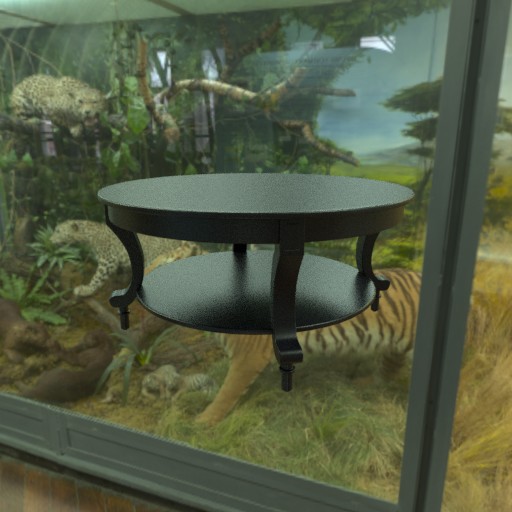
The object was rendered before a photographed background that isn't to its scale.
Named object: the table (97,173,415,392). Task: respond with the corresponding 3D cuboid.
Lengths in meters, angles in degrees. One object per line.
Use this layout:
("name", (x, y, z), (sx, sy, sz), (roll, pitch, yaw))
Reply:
("table", (0.000, 0.000, 1.576), (1.029, 0.491, 1.029), (0, 16, 0))
